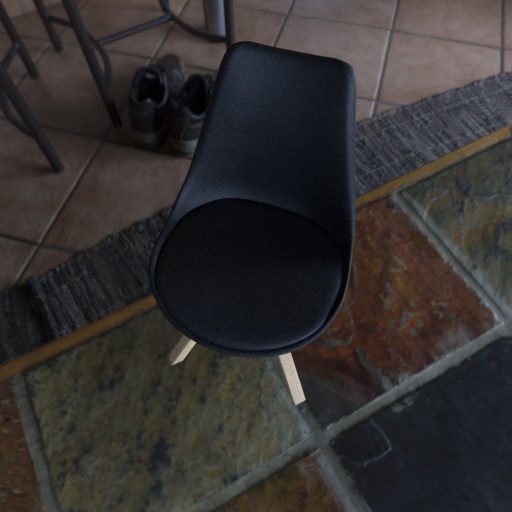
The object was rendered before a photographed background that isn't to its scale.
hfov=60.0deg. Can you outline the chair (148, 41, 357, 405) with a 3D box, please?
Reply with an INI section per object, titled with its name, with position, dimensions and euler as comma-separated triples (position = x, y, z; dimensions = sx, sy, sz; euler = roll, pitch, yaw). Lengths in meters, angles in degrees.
[chair]
position = 0.000, 0.000, 1.159
dimensions = 0.485, 0.850, 0.549
euler = 15, 61, 9
